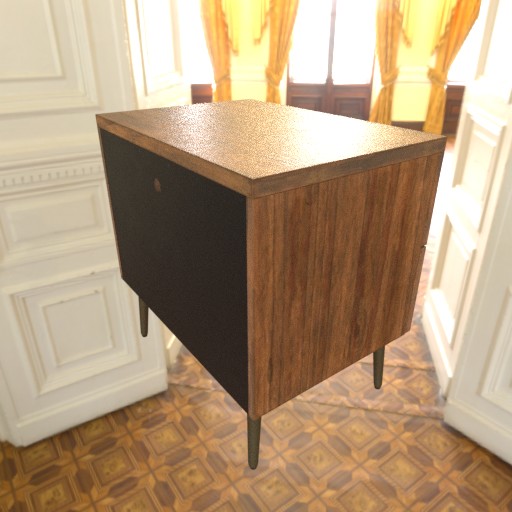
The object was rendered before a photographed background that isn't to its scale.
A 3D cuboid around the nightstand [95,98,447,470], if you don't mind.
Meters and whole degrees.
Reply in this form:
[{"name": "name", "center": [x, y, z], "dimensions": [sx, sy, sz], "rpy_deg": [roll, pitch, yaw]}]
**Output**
[{"name": "nightstand", "center": [0.000, 0.000, 1.046], "dimensions": [0.458, 0.610, 0.610], "rpy_deg": [-18, 32, -32]}]
